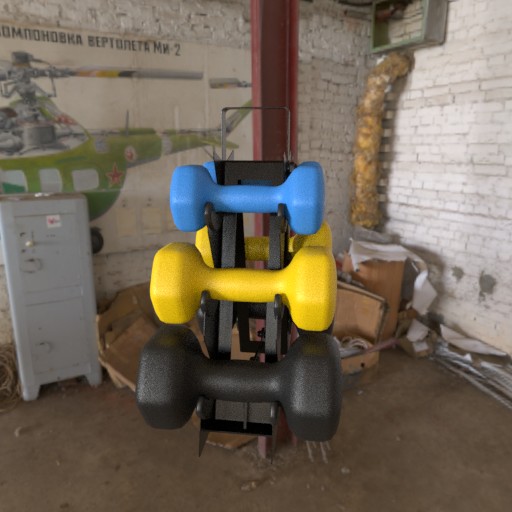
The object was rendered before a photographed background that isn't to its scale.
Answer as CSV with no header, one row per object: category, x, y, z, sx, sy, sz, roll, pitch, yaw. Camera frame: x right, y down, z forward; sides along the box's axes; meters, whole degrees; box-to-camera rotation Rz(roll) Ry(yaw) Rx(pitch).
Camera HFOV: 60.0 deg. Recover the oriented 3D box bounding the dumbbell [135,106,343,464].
dumbbell,0.000,0.000,0.670,0.255,0.426,0.409,2,14,8
